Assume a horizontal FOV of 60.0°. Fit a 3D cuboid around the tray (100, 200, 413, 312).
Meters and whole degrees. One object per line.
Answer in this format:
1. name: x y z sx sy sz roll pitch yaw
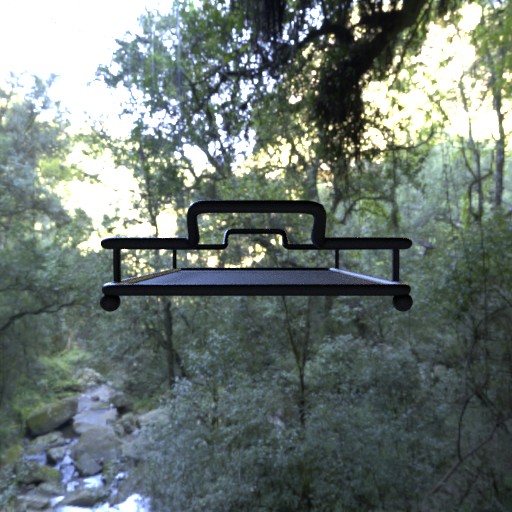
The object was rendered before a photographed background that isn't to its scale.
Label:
1. tray: 0.000 0.000 0.618 0.297 0.101 0.495 0 1 0
